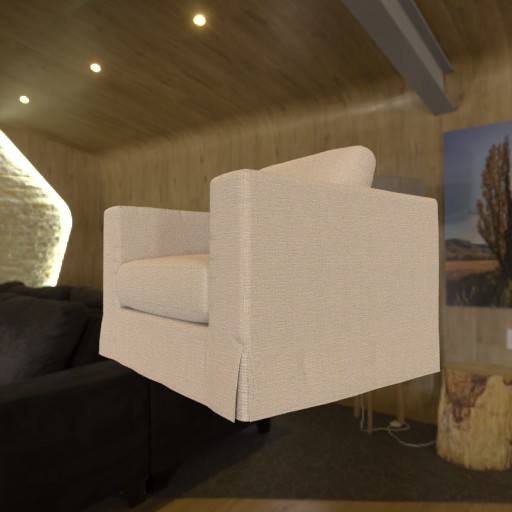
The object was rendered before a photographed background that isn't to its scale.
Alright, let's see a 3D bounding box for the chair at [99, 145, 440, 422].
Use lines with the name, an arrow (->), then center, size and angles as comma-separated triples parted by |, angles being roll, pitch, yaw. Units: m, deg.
chair -> 0.000, 0.000, 1.861 | 0.957, 0.878, 1.150 | 1, -1, -37
